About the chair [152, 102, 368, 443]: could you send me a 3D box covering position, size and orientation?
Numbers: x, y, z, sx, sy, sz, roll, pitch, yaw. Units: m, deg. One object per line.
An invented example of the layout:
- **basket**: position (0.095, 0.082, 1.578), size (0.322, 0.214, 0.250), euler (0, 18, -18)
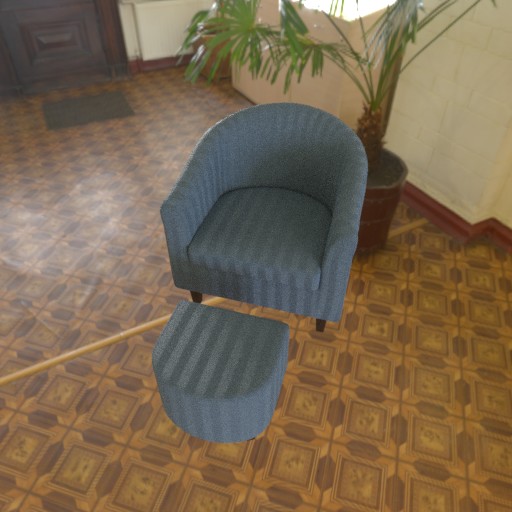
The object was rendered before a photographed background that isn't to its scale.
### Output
- **chair**: position (0.000, 0.000, 1.768), size (0.756, 0.757, 1.288), euler (11, 43, 12)
